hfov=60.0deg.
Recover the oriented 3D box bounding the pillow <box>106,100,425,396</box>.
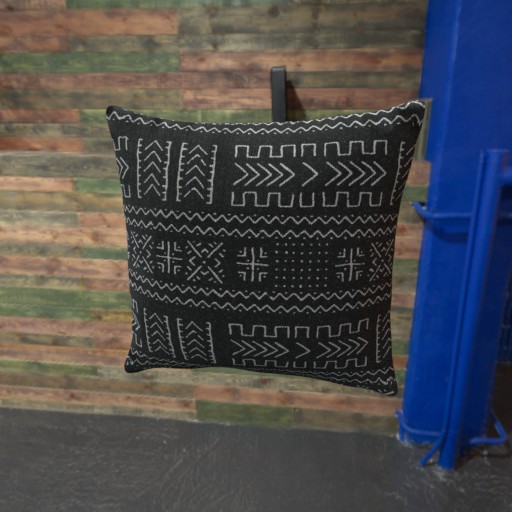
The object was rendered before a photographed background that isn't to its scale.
[{"bbox_3d":[0.000,0.000,0.651,0.438,0.430,0.164,2,17,8],"label":"pillow"}]
